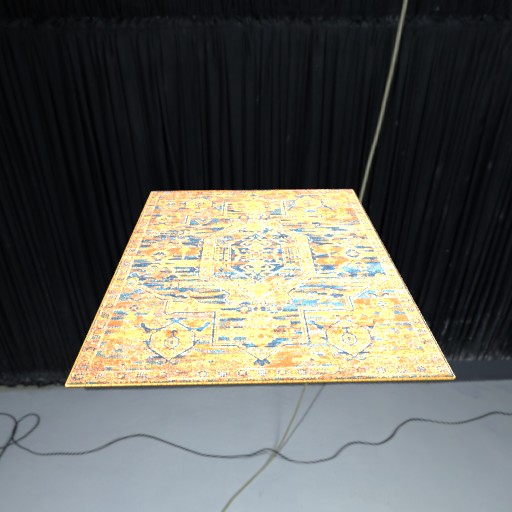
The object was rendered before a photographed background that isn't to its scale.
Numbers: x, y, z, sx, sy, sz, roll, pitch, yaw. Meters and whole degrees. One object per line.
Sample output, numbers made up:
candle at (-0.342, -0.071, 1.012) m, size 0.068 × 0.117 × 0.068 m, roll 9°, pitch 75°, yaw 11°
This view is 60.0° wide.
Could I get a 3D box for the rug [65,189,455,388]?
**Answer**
rug at (0.000, 0.000, 4.049) m, size 2.435 × 0.031 × 3.040 m, roll -1°, pitch 31°, yaw -1°
